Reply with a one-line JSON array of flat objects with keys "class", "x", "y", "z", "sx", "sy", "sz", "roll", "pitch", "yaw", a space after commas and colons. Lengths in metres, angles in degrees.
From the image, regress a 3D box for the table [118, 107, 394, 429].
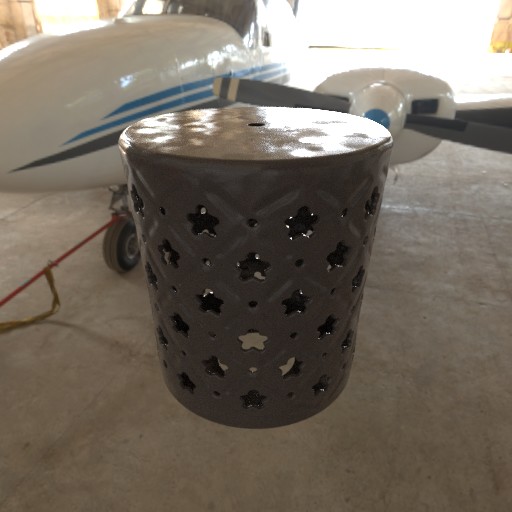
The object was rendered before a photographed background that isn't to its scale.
[{"class": "table", "x": 0.000, "y": 0.000, "z": 0.668, "sx": 0.352, "sy": 0.387, "sz": 0.352, "roll": 0, "pitch": 27, "yaw": 0}]
